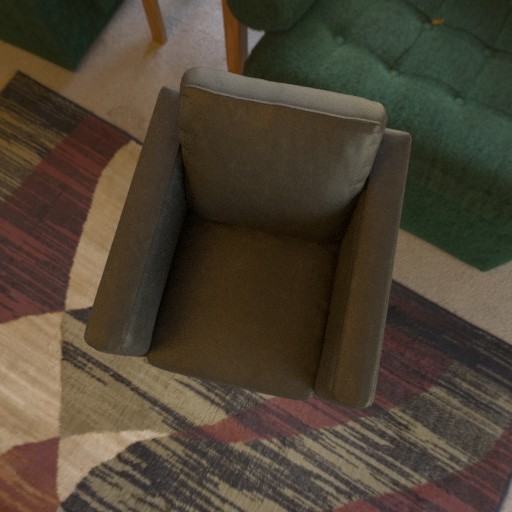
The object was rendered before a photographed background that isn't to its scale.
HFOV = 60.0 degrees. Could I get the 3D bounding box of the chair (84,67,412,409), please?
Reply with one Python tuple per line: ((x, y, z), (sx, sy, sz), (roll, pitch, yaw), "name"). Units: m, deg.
((0.000, 0.000, 1.520), (0.831, 0.898, 0.879), (12, 75, 3), "chair")
